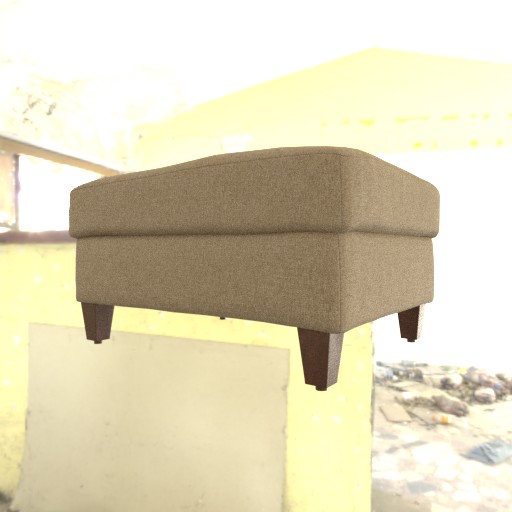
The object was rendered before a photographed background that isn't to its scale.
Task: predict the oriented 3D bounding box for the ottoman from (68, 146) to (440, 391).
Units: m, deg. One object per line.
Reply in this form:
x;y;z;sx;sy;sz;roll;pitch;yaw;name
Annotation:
0.000;0.000;1.305;0.889;0.511;0.692;1;1;36;ottoman
